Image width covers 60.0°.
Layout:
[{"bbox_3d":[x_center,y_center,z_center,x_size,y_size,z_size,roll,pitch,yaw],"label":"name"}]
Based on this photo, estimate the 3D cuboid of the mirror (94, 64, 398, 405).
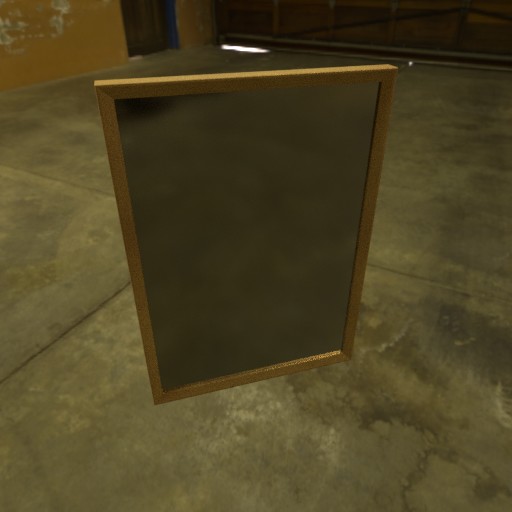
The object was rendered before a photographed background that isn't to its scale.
[{"bbox_3d":[0.000,0.000,0.918,0.507,0.710,0.039,-9,34,-14],"label":"mirror"}]
